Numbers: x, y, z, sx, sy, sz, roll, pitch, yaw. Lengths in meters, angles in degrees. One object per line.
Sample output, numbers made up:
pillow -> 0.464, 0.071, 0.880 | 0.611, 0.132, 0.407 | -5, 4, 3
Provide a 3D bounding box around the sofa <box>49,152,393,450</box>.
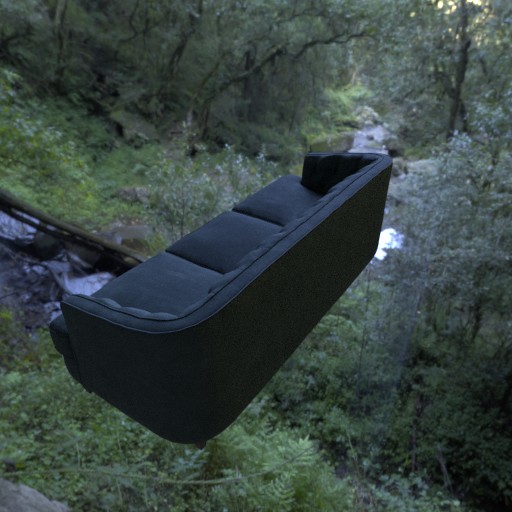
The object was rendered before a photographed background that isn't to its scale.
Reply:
sofa -> 0.000, 0.000, 2.707 | 0.941, 0.855, 2.278 | 21, 38, 28
